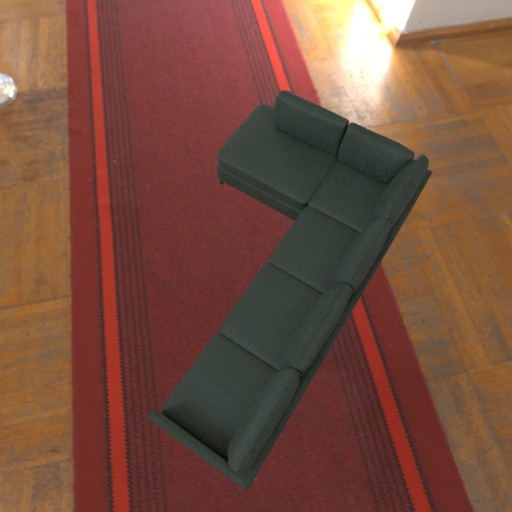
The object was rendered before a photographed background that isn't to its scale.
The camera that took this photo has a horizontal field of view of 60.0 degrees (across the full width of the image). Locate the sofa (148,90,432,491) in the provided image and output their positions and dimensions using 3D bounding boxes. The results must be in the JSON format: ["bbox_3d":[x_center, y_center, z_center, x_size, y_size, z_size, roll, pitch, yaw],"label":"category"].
[{"bbox_3d":[0.000,0.000,4.224,2.048,0.996,3.384,30,67,14],"label":"sofa"}]
